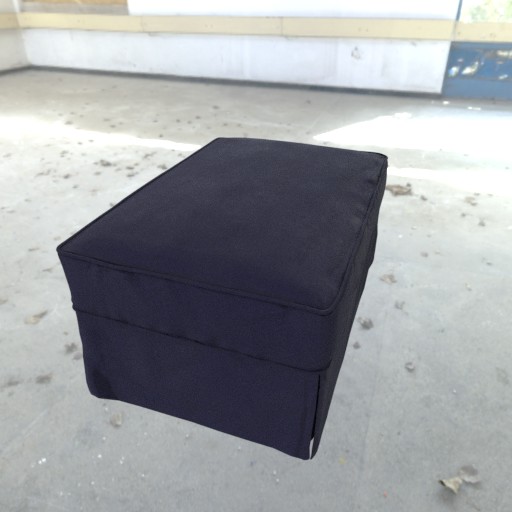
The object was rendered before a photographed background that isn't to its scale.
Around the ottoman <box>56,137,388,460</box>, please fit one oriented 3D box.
[{"bbox_3d":[0.000,0.000,1.316,0.637,0.503,0.938,11,33,17],"label":"ottoman"}]
